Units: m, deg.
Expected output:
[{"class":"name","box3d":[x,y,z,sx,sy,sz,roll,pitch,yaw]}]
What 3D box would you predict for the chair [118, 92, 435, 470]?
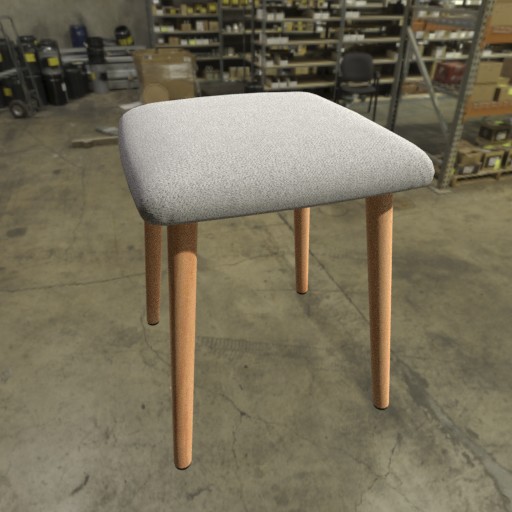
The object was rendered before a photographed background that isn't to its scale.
[{"class":"chair","box3d":[0.000,0.000,0.683,0.350,0.440,0.350,-10,34,-15]}]
